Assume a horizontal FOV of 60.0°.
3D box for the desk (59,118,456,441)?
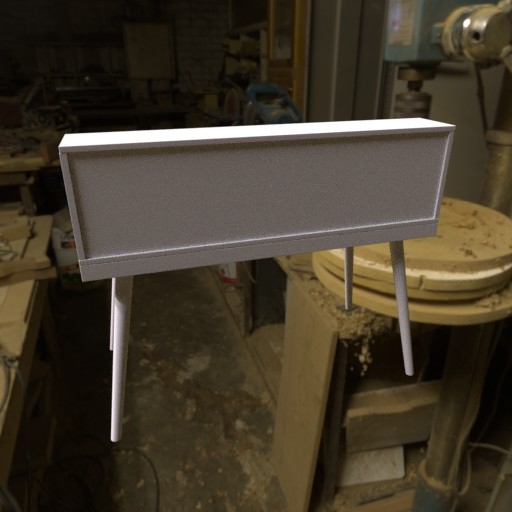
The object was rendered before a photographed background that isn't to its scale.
[{"bbox_3d":[0.000,0.000,1.701,1.199,0.990,0.559,-7,26,-15],"label":"desk"}]
